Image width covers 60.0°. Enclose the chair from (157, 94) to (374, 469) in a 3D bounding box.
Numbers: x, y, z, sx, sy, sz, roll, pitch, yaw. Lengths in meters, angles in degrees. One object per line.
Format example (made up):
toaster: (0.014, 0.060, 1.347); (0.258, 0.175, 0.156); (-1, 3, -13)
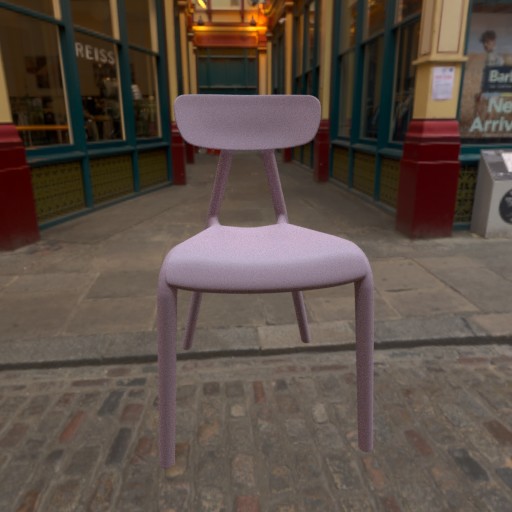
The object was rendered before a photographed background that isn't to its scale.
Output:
chair: (0.000, 0.000, 0.828); (0.356, 0.580, 0.401); (-2, 18, -6)
